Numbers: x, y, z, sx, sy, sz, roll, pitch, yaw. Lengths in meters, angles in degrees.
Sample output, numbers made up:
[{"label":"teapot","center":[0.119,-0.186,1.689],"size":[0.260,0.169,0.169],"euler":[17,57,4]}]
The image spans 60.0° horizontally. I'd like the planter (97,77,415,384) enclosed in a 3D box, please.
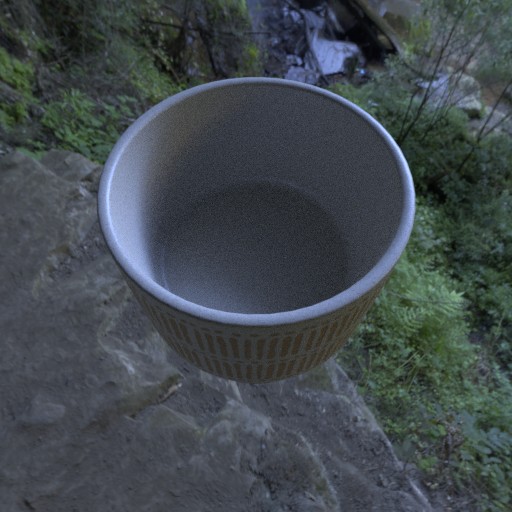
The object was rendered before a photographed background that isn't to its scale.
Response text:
[{"label":"planter","center":[0.000,0.000,0.574],"size":[0.317,0.303,0.317],"euler":[0,59,0]}]
